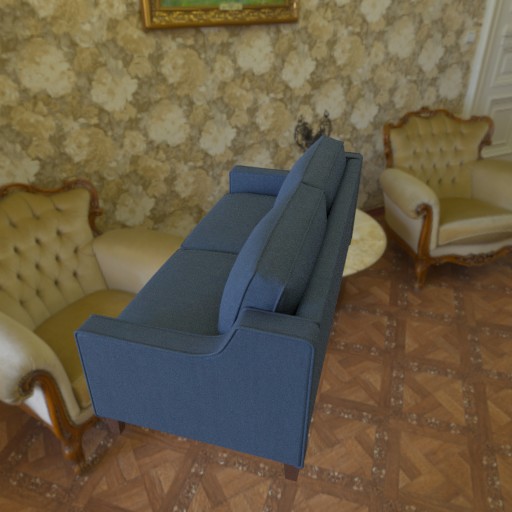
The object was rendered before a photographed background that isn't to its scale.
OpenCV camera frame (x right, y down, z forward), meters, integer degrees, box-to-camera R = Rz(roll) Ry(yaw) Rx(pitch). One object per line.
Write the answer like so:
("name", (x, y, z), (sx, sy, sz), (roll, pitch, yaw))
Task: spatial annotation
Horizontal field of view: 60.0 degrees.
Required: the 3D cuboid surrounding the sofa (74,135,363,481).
("sofa", (0.000, 0.000, 2.756), (1.066, 1.071, 2.178), (8, 32, 14))
